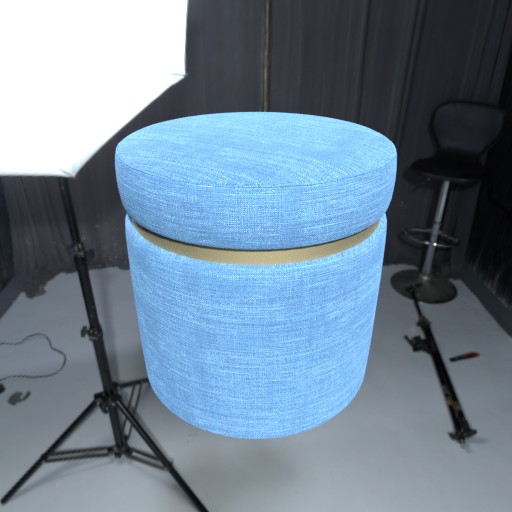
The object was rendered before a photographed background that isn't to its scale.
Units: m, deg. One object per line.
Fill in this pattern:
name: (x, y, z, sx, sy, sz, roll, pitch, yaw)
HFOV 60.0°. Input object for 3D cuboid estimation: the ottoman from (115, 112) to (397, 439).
ottoman: (0.000, 0.000, 0.725, 0.398, 0.406, 0.398, 0, 28, 0)
